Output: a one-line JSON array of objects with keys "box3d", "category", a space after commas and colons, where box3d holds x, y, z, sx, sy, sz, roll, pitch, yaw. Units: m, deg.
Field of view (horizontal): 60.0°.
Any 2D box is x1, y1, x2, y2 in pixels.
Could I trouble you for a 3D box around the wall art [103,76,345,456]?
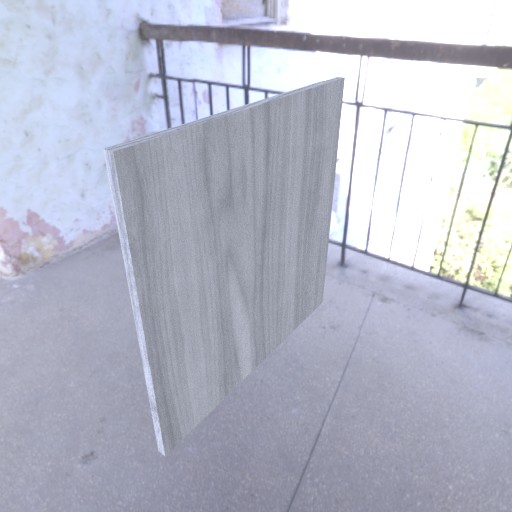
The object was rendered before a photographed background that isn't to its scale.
[{"box3d": [0.000, 0.000, 0.760, 0.016, 0.507, 0.508, 22, 38, 31], "category": "wall art"}]
